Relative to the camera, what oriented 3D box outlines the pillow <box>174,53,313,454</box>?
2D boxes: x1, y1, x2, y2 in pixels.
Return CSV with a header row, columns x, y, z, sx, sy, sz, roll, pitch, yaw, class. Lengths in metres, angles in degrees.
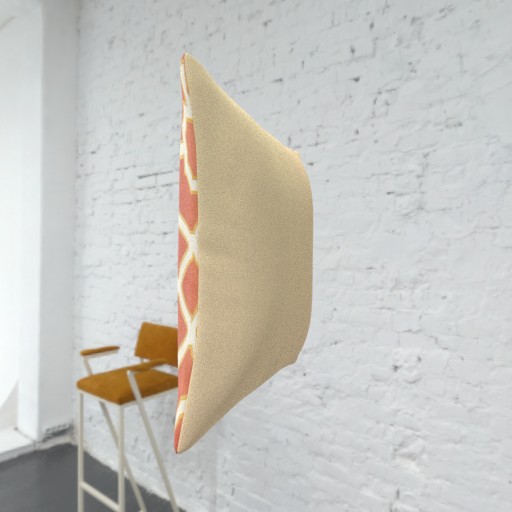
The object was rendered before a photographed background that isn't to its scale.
x,y,z,sx,sy,sz,roll,pitch,yaw,class
0.000,0.000,0.815,0.166,0.508,0.552,0,-1,20,pillow
